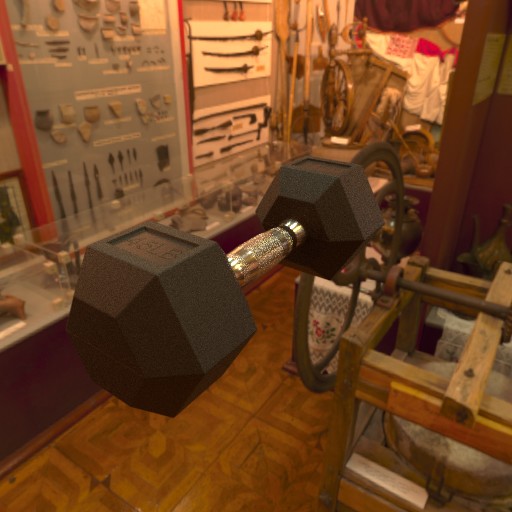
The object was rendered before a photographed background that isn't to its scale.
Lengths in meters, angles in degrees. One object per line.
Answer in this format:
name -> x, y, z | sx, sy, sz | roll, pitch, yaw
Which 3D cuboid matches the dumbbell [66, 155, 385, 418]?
dumbbell -> 0.000, 0.000, 0.430 | 0.141, 0.123, 0.356 | 18, 32, 31
